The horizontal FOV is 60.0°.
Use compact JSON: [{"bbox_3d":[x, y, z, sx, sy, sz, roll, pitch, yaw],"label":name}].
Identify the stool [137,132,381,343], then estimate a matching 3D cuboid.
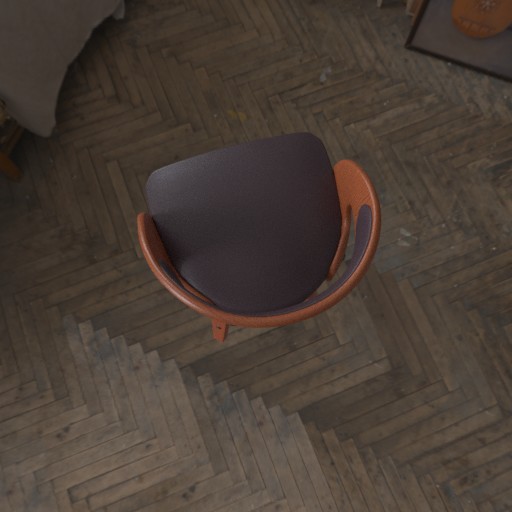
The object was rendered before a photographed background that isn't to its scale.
[{"bbox_3d":[0.000,0.000,1.171,0.457,0.940,0.457,-15,76,-4],"label":"stool"}]
